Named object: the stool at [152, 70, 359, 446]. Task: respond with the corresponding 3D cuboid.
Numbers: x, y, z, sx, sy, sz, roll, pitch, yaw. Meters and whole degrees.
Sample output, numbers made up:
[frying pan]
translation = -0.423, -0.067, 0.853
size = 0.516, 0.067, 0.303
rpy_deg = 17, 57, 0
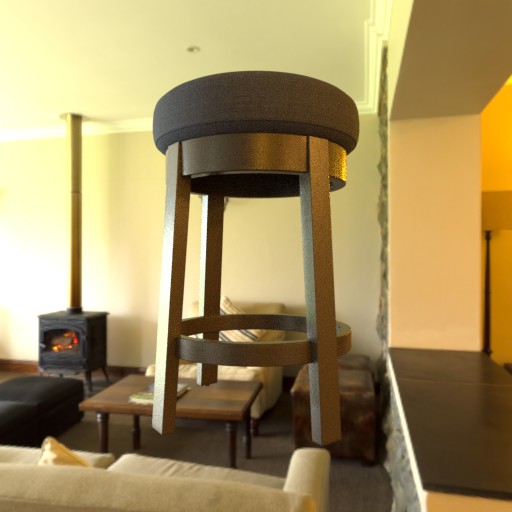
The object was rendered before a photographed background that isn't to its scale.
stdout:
[stool]
translation = 0.000, 0.000, 0.945
size = 0.449, 0.655, 0.449
rpy_deg = 0, 0, 0
